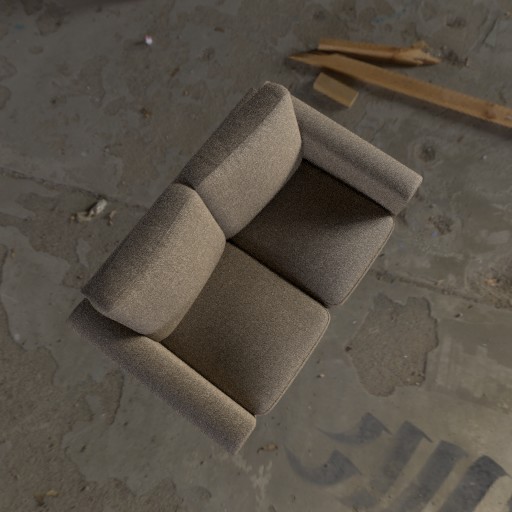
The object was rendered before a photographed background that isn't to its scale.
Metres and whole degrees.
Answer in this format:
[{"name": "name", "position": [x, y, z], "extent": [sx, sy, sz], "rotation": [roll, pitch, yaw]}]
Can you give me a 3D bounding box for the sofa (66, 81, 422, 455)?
[{"name": "sofa", "position": [0.000, 0.000, 2.250], "extent": [1.016, 0.873, 1.616], "rotation": [35, 78, 9]}]
